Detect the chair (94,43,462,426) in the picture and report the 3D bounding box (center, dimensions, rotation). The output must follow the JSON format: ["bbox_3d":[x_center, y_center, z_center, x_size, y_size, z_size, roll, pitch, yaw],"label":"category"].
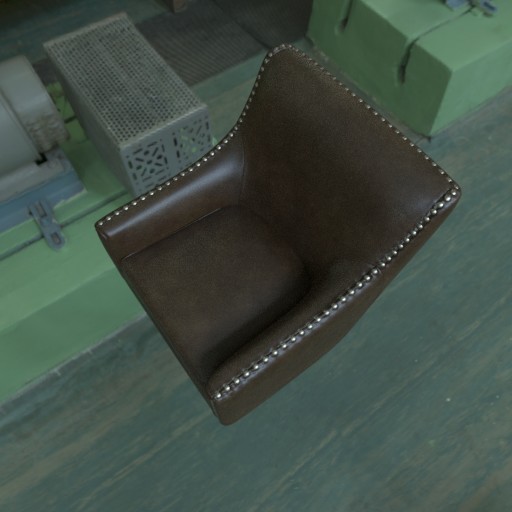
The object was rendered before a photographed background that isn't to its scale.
[{"bbox_3d":[0.000,0.000,1.323,0.704,0.813,0.639,-33,67,-16],"label":"chair"}]
